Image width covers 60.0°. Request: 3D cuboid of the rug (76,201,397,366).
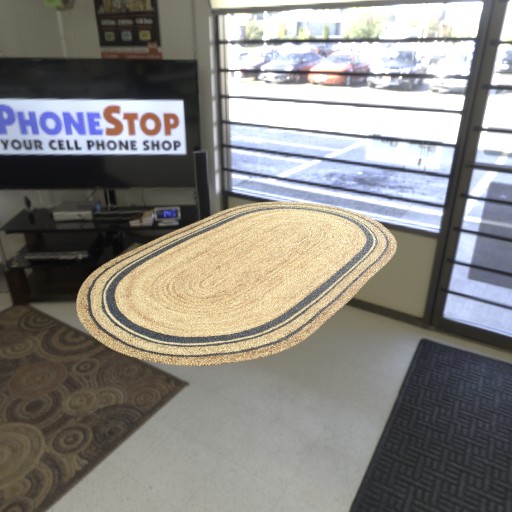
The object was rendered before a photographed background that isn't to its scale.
[{"bbox_3d":[0.000,0.000,2.998,1.520,0.006,2.432,17,31,32],"label":"rug"}]
